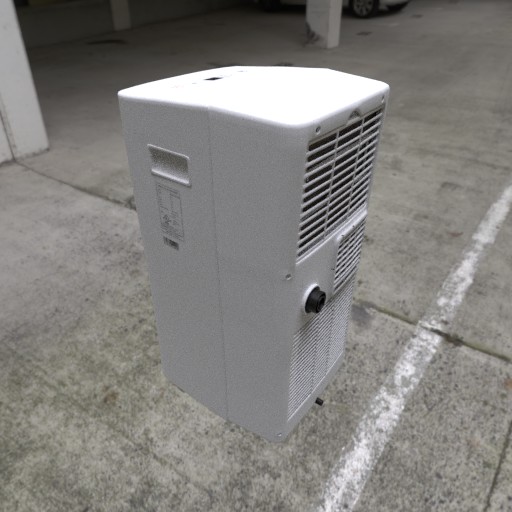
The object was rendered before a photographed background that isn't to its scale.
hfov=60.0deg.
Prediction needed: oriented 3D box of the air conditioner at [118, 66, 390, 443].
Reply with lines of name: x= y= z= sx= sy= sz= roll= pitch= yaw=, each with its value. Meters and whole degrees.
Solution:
air conditioner: x=0.000 y=0.000 z=0.807 sx=0.349 sy=0.606 sz=0.304 roll=21 pitch=38 yaw=30
